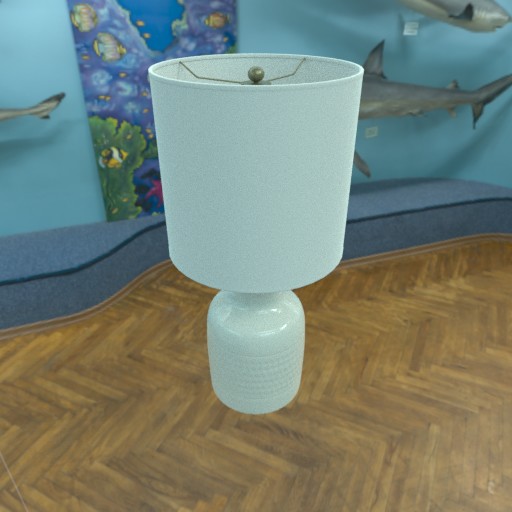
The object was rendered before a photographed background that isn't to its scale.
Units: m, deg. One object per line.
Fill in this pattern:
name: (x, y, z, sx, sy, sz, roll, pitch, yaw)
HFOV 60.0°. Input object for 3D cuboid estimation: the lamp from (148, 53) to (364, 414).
lamp: (0.000, 0.000, 0.494, 0.188, 0.392, 0.188, -9, 32, -15)
